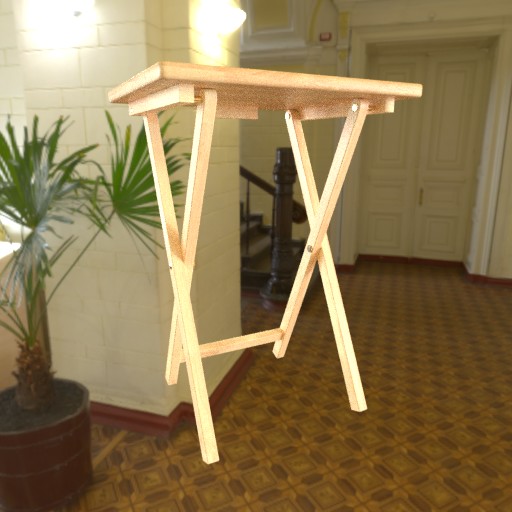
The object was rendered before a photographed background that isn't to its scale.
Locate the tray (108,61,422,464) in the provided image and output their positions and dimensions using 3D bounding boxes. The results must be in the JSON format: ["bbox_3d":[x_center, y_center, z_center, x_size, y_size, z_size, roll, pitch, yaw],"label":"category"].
[{"bbox_3d":[0.000,0.000,0.925,0.483,0.660,0.381,-7,16,-27],"label":"tray"}]
